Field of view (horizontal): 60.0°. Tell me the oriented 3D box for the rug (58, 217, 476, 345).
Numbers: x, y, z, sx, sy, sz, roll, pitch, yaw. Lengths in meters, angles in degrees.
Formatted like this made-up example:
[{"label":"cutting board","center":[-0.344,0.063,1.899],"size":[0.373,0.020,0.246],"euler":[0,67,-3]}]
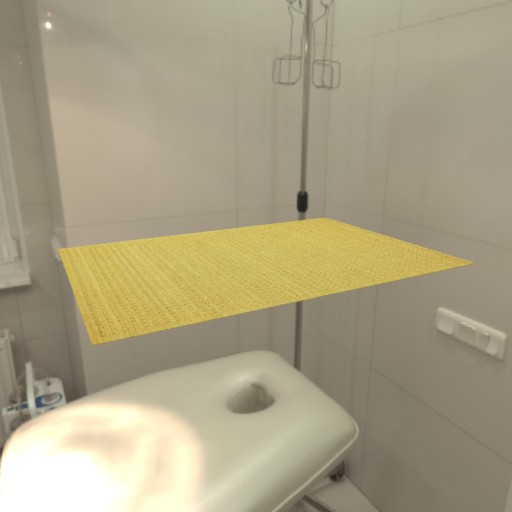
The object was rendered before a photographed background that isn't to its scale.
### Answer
[{"label":"rug","center":[0.000,0.000,3.709],"size":[2.895,0.006,1.981],"euler":[-9,19,-26]}]
